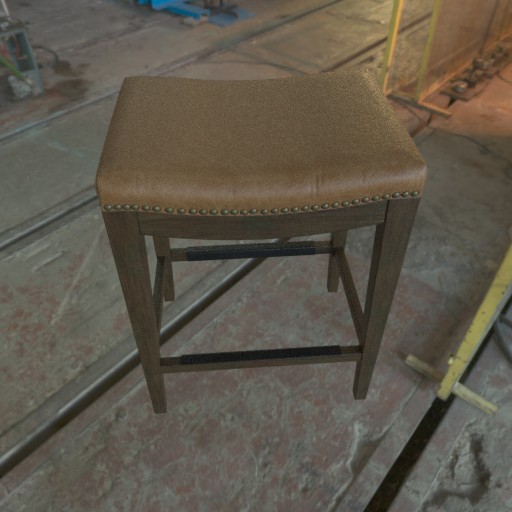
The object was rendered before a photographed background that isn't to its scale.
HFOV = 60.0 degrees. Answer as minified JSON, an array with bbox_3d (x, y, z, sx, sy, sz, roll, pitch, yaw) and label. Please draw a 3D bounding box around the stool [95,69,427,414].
[{"bbox_3d":[0.000,0.000,0.944,0.500,0.660,0.361,-3,45,-3],"label":"stool"}]
